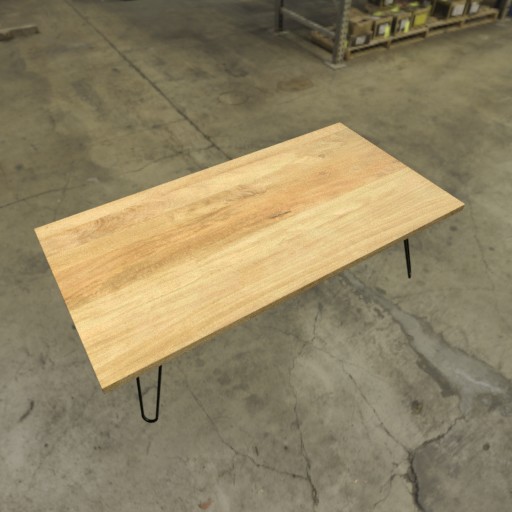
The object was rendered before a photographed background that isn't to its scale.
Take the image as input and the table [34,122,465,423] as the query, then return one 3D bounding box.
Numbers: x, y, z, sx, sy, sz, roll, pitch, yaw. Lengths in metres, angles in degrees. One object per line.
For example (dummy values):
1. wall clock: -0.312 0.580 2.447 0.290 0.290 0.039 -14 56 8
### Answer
1. table: 0.000 0.000 1.697 1.348 0.400 0.699 -24 50 -22
